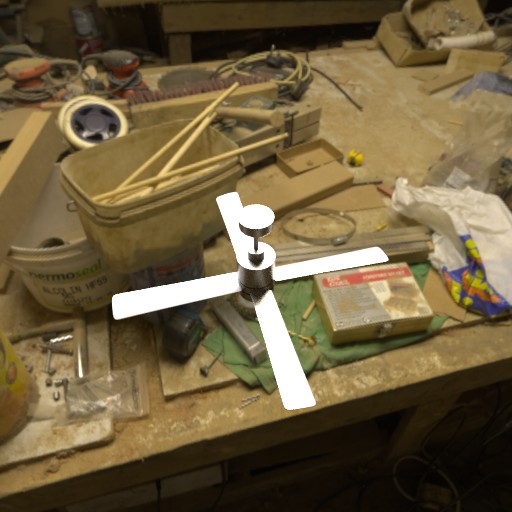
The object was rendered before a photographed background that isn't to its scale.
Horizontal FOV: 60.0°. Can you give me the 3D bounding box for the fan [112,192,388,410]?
[{"bbox_3d":[0.000,0.000,2.288,1.525,0.539,1.525,-10,47,-10],"label":"fan"}]
